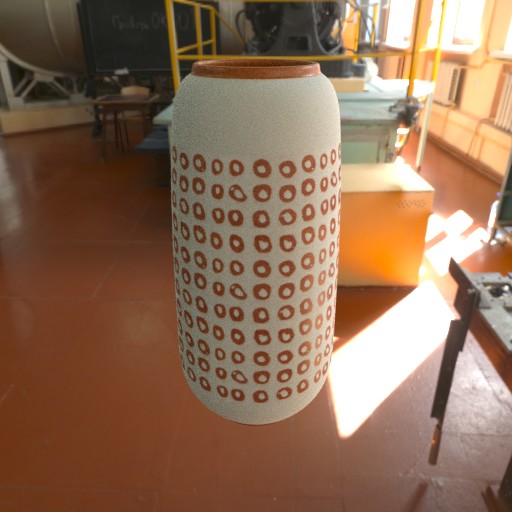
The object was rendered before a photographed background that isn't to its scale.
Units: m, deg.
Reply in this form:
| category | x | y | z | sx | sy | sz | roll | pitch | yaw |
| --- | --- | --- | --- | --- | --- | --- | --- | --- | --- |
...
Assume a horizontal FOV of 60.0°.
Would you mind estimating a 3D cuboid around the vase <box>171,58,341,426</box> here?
| category | x | y | z | sx | sy | sz | roll | pitch | yaw |
| --- | --- | --- | --- | --- | --- | --- | --- | --- | --- |
| vase | 0.000 | 0.000 | 0.351 | 0.133 | 0.282 | 0.133 | 0 | 27 | 0 |
